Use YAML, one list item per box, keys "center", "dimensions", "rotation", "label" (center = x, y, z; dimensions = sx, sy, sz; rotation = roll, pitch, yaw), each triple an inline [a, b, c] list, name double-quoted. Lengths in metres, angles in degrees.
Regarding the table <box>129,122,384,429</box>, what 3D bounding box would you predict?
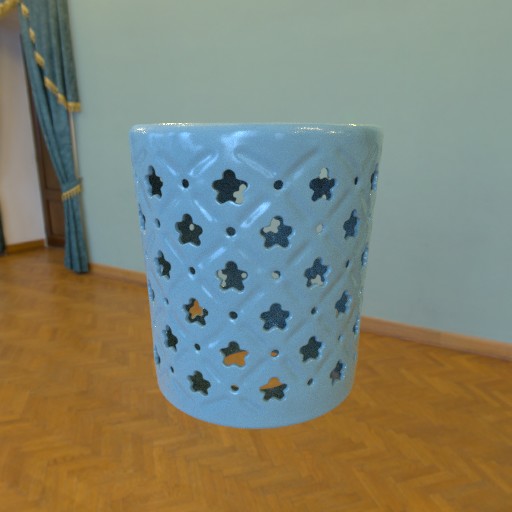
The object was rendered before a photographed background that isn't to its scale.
- center: [0.000, 0.000, 0.677]
  dimensions: [0.352, 0.387, 0.352]
  rotation: [0, 15, 0]
  label: "table"
